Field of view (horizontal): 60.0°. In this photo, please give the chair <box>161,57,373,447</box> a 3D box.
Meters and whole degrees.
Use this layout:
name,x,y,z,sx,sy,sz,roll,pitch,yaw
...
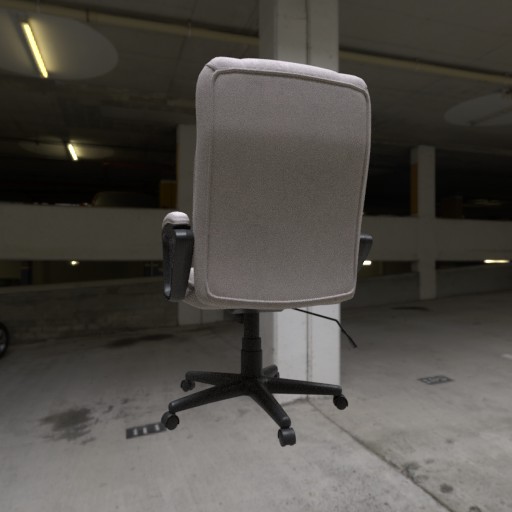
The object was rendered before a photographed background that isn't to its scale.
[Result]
name,x,y,z,sx,sy,sz,roll,pitch,yaw
chair,0.000,0.000,1.563,0.667,1.105,0.724,0,0,-18
